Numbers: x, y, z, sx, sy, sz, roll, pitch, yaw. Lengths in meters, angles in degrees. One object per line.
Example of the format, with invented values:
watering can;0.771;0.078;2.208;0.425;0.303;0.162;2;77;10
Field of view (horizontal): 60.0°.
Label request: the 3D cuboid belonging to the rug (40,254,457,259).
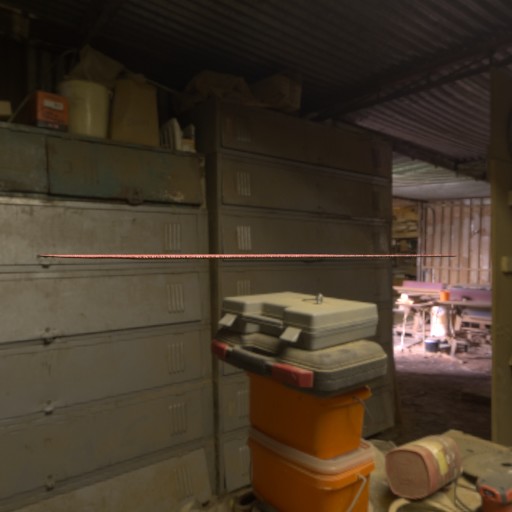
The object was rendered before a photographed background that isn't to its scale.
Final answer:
rug;0.000;0.000;2.205;1.747;0.011;1.139;0;0;-38
